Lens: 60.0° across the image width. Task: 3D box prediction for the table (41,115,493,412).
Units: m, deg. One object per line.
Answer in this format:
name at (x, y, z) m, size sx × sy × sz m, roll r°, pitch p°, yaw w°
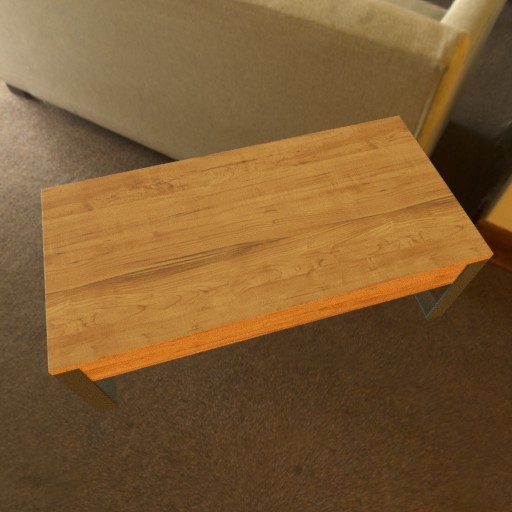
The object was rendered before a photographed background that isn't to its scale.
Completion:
table at (0.000, 0.000, 1.442) m, size 1.180 × 0.400 × 0.590 m, roll -14°, pitch 59°, yaw -9°
